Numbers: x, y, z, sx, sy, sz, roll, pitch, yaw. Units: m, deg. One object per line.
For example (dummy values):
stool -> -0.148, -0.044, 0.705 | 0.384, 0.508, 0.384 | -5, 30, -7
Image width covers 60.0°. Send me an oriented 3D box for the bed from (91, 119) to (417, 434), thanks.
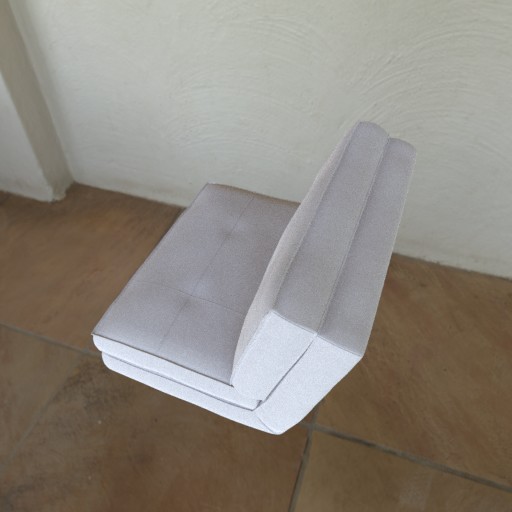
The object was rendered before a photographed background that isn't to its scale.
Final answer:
bed -> 0.000, 0.000, 1.355 | 0.749, 0.614, 0.799 | 16, 49, 15
